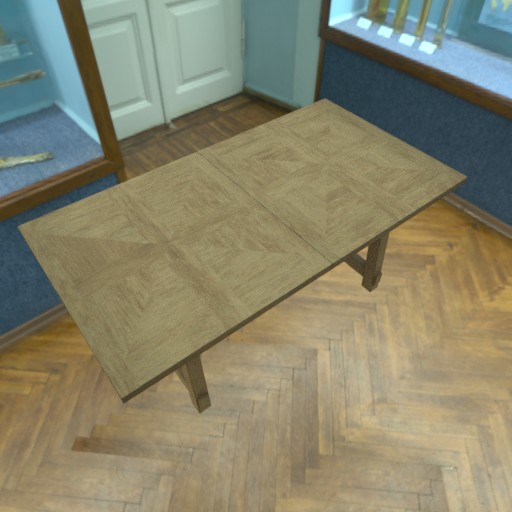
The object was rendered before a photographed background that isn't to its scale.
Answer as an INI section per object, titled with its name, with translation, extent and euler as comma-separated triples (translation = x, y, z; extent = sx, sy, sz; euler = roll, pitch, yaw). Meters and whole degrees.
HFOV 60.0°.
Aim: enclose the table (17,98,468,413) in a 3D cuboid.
[table]
translation = 0.000, 0.000, 2.359
extent = 1.881, 0.768, 1.016
euler = -30, 54, -25
